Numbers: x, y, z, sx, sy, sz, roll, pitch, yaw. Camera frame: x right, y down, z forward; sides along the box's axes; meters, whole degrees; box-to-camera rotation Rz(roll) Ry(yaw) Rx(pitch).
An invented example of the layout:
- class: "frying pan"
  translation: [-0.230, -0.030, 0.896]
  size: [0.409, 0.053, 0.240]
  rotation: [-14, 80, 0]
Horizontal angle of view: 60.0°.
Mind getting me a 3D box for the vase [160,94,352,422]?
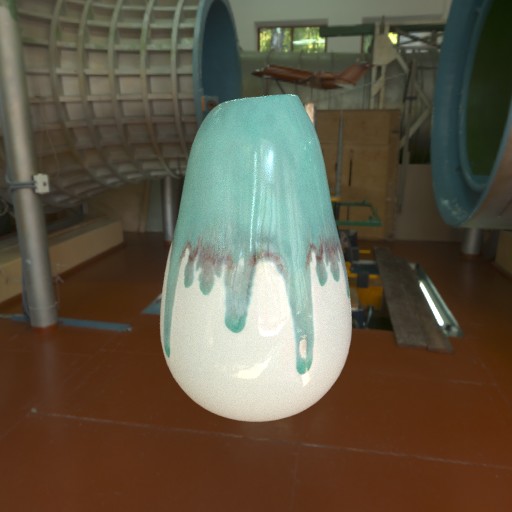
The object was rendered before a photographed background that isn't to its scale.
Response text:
- class: "vase"
  translation: [0.000, 0.000, 0.263]
  size: [0.116, 0.179, 0.116]
  rotation: [0, 16, 0]
